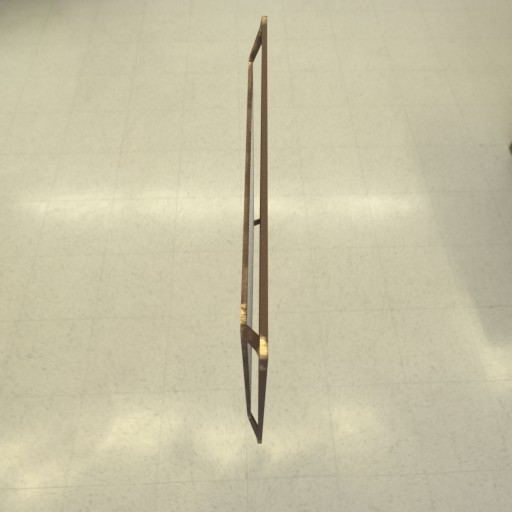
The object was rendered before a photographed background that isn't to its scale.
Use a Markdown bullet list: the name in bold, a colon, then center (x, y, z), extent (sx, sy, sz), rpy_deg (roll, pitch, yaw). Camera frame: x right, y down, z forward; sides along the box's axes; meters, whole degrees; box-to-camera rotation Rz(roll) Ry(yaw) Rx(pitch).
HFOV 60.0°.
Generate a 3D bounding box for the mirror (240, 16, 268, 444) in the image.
- **mirror**: center (0.000, 0.000, 0.879), extent (0.032, 0.610, 0.610), rpy_deg (1, 59, 0)
